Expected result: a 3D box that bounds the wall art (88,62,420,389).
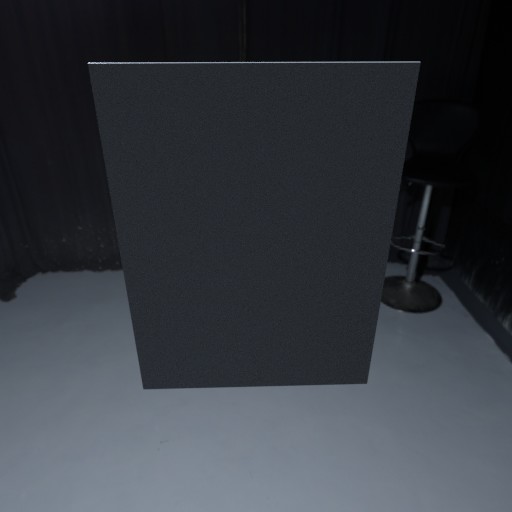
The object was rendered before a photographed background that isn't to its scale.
[{"bbox_3d":[0.000,0.000,0.758,0.457,0.609,0.003,-1,29,-2],"label":"wall art"}]
